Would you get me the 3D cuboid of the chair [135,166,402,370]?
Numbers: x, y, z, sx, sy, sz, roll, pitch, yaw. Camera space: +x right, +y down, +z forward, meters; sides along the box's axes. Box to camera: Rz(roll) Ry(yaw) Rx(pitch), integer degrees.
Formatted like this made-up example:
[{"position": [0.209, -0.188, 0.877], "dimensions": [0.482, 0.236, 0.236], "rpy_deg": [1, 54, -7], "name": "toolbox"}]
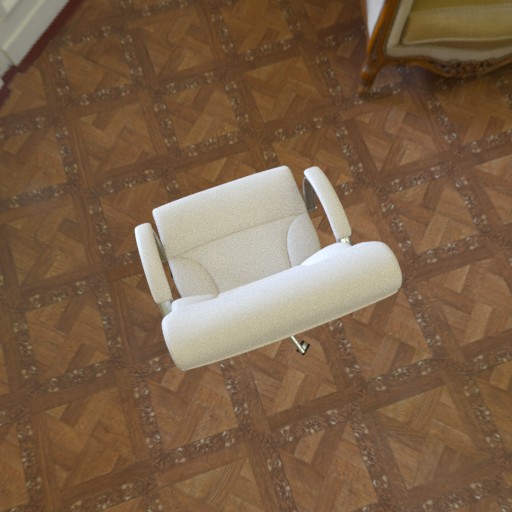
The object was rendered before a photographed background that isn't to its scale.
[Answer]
[{"position": [0.000, 0.000, 1.582], "dimensions": [0.727, 1.099, 0.745], "rpy_deg": [-19, 75, -5], "name": "chair"}]
